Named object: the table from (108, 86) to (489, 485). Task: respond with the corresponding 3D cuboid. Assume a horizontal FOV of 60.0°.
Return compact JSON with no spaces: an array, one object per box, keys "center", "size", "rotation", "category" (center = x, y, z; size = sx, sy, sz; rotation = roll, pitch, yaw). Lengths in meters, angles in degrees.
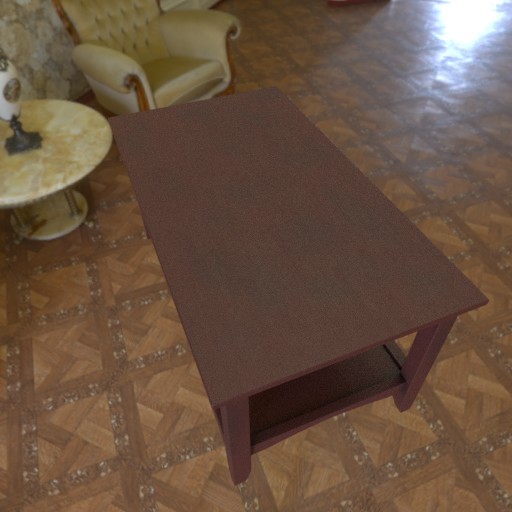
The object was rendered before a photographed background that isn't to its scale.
[{"center":[0.000,0.000,1.202],"size":[0.533,0.456,0.943],"rotation":[-16,48,-15],"category":"table"}]
